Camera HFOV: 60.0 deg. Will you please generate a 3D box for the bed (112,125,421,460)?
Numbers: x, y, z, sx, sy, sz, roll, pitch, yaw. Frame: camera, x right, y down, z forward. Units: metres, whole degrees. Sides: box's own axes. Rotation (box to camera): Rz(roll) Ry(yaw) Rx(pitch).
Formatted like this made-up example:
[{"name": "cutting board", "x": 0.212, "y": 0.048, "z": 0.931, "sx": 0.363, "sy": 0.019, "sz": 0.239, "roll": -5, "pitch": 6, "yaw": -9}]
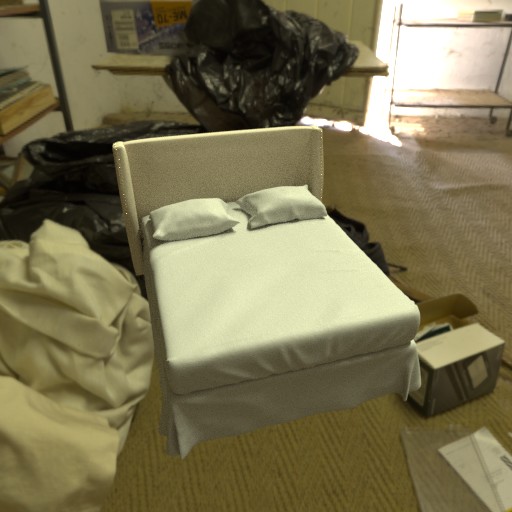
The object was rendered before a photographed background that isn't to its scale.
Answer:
[{"name": "bed", "x": 0.000, "y": 0.000, "z": 3.466, "sx": 1.925, "sy": 1.332, "sz": 2.276, "roll": -9, "pitch": 33, "yaw": -14}]
